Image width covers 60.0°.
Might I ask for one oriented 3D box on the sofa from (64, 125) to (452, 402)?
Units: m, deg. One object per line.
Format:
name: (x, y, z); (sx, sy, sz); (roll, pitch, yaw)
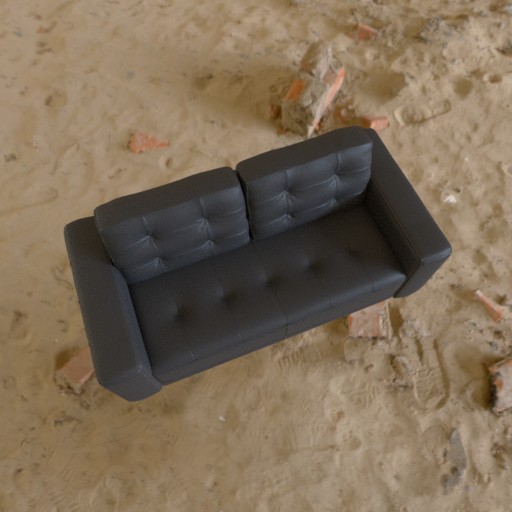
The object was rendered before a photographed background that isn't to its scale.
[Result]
sofa: (0.000, 0.000, 2.274); (1.726, 0.893, 0.833); (-19, 66, -9)
